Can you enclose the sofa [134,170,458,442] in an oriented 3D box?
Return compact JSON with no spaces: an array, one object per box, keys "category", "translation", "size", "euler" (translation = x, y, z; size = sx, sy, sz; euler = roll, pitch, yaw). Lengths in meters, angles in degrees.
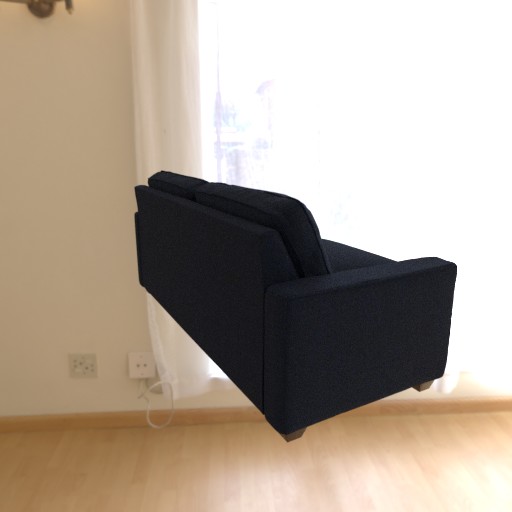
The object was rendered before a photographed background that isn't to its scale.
[{"category":"sofa","translation":[0.000,0.000,2.608],"size":[0.940,0.919,2.080],"euler":[-8,17,-28]}]
